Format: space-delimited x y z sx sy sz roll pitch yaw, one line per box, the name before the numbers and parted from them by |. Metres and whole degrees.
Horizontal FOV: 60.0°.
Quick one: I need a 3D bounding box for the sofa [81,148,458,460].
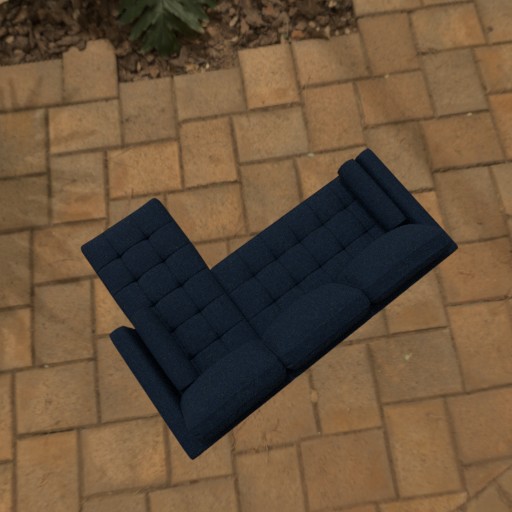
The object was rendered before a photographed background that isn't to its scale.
sofa | 0.000 0.000 3.077 2.185 0.841 1.613 -36 78 -9
